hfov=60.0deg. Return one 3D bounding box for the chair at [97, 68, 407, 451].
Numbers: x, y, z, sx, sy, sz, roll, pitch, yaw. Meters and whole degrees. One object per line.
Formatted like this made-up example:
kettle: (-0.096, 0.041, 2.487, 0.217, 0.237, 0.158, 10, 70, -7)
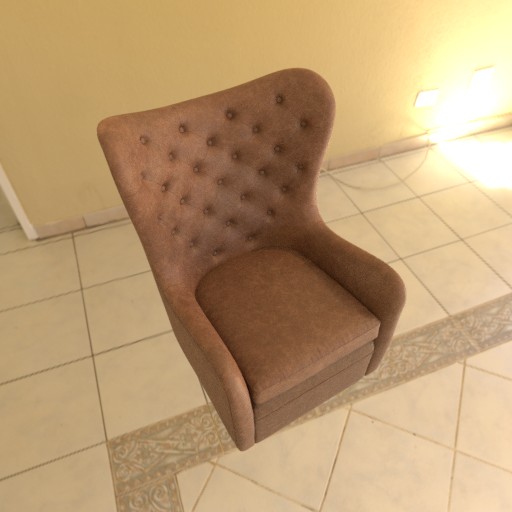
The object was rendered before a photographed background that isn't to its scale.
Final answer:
chair: (0.000, 0.000, 1.715, 0.831, 1.079, 0.930, -24, 51, -21)
